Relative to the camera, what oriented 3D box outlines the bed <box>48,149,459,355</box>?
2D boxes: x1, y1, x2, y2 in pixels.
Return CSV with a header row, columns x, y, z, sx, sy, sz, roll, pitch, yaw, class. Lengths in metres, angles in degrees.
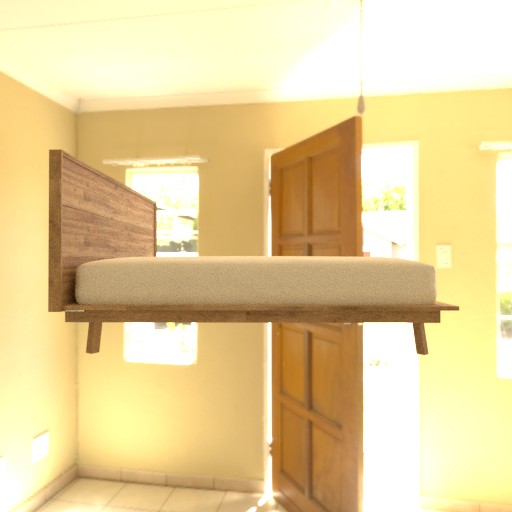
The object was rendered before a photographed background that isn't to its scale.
x,y,z,sx,sy,sz,roll,pitch,yaw,class
0.000,0.000,3.372,2.167,1.100,2.116,0,-1,1,bed
